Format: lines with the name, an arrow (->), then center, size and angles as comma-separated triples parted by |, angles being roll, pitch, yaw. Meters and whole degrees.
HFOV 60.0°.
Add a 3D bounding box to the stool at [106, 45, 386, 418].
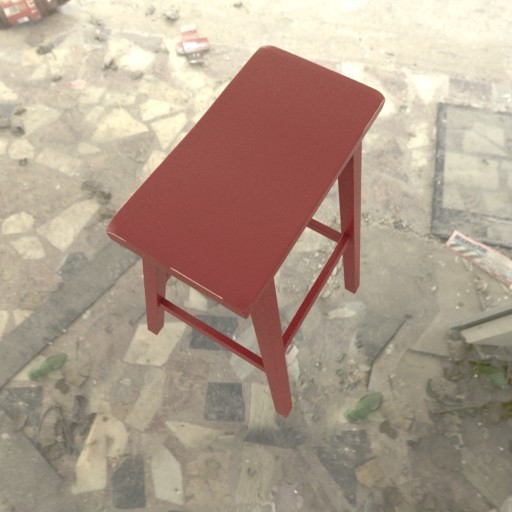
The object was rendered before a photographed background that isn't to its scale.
stool -> 0.000, 0.000, 1.017 | 0.476, 0.737, 0.457 | 29, 68, 13
